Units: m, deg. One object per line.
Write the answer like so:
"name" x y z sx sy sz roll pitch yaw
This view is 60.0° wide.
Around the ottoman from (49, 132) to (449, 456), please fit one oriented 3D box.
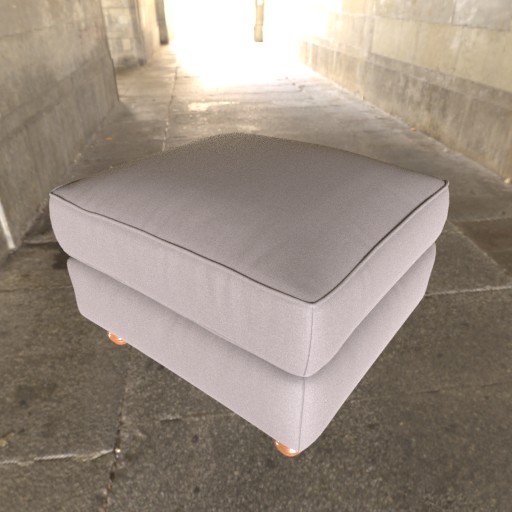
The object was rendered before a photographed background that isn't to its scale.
"ottoman" 0.000 0.000 1.103 0.721 0.505 0.662 21 37 32
